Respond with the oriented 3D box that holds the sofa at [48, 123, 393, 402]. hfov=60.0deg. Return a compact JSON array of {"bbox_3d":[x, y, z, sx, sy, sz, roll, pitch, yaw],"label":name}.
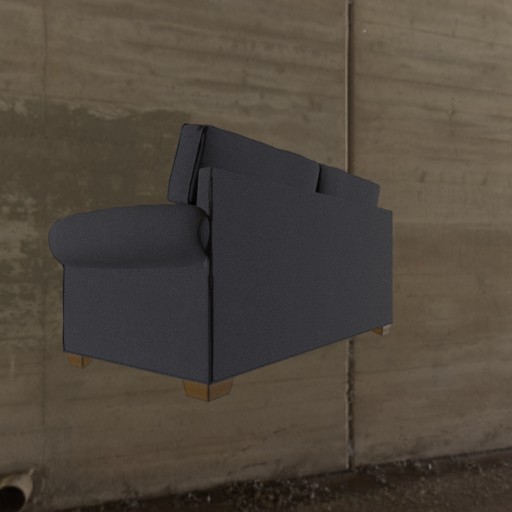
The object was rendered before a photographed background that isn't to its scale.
[{"bbox_3d":[0.000,0.000,2.522,0.951,1.031,2.009,0,0,37],"label":"sofa"}]
